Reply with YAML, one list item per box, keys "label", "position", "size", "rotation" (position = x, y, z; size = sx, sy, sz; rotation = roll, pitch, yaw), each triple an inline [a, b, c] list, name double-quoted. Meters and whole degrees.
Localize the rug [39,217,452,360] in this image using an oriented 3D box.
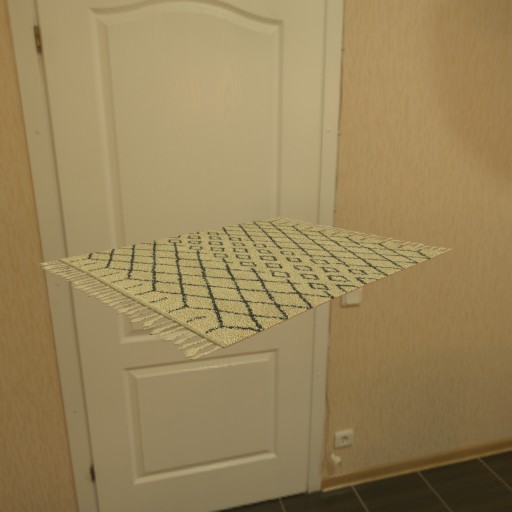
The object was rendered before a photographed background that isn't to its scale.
- label: "rug"
  position: [0.000, 0.000, 4.216]
  size: [3.213, 0.030, 2.388]
  rotation: [-15, 22, -42]
